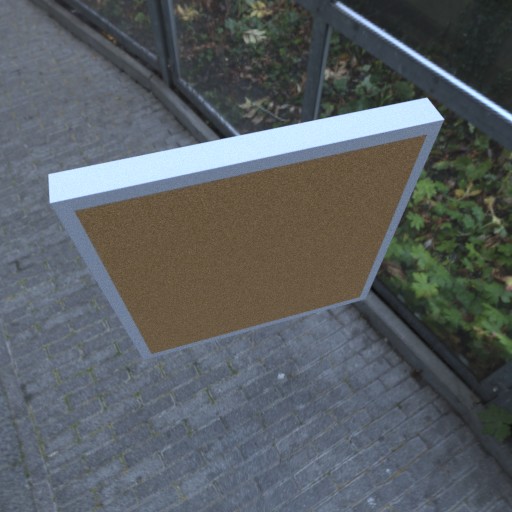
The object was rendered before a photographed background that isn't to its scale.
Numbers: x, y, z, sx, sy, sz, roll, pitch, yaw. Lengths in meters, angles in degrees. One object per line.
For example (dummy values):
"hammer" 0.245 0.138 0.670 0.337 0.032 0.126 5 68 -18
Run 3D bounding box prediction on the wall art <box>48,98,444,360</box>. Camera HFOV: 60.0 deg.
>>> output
"wall art" 0.000 0.000 0.618 0.406 0.406 0.038 -14 58 -9
